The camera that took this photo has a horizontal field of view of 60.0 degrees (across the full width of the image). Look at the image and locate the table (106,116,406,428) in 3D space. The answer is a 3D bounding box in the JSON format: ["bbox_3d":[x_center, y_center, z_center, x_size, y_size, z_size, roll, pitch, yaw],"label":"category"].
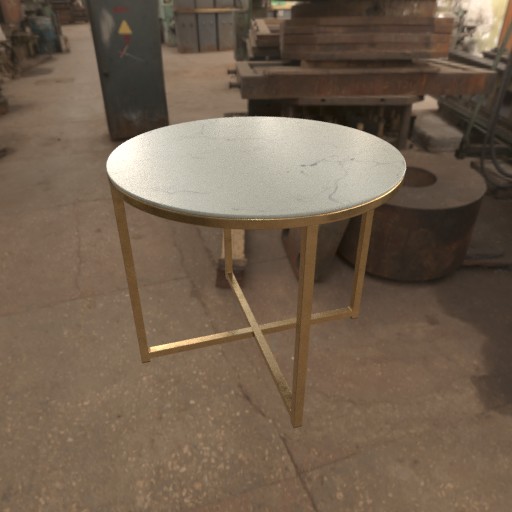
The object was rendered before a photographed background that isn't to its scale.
[{"bbox_3d":[0.000,0.000,0.876,0.500,0.420,0.500,0,31,0],"label":"table"}]
